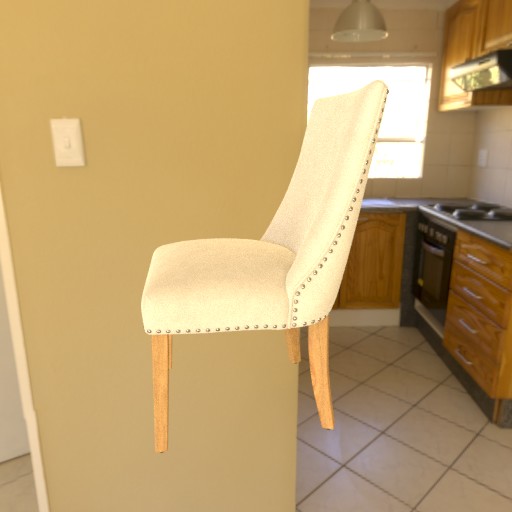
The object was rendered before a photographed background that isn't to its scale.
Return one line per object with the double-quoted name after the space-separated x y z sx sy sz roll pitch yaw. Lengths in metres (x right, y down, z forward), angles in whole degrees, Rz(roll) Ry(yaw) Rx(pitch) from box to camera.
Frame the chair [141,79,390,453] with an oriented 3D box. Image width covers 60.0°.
0.000 0.000 1.265 0.610 0.902 0.495 -2 15 -9 "chair"
